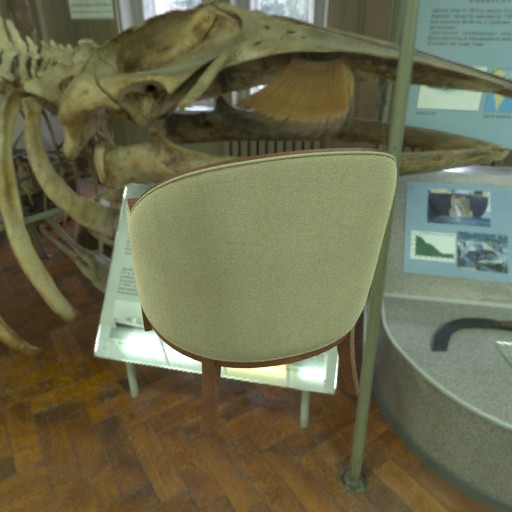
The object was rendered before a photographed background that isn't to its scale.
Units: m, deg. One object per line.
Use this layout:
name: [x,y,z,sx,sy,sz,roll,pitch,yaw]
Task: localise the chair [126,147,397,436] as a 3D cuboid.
chair: [0.000,0.000,1.509,0.803,0.876,0.735,-9,28,-17]
